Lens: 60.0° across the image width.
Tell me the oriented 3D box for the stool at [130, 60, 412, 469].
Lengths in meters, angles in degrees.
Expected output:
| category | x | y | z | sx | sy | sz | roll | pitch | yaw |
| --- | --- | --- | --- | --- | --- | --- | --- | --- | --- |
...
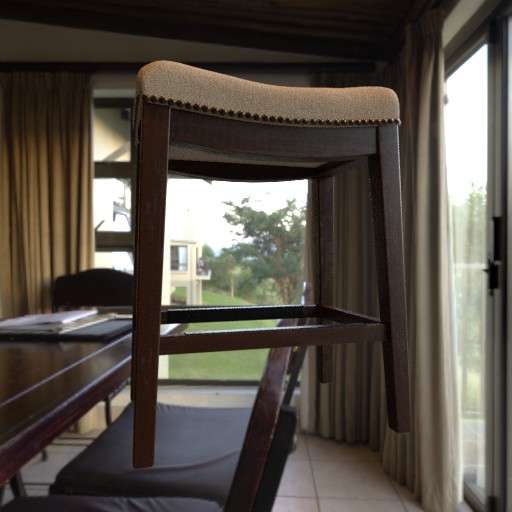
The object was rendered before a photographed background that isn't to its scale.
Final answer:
| category | x | y | z | sx | sy | sz | roll | pitch | yaw |
| --- | --- | --- | --- | --- | --- | --- | --- | --- | --- |
| stool | 0.000 | 0.000 | 0.937 | 0.509 | 0.669 | 0.363 | 0 | 1 | -16 |
